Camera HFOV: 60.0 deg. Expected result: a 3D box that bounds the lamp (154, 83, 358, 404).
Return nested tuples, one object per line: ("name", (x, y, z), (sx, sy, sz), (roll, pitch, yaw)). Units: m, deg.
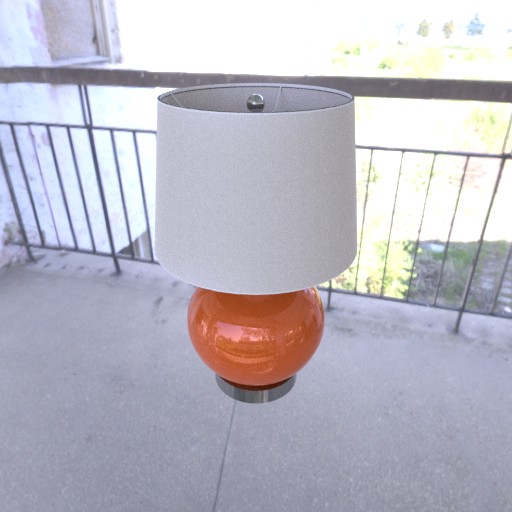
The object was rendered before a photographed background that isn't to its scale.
("lamp", (0.000, 0.000, 0.559), (0.247, 0.387, 0.247), (0, 28, 0))
